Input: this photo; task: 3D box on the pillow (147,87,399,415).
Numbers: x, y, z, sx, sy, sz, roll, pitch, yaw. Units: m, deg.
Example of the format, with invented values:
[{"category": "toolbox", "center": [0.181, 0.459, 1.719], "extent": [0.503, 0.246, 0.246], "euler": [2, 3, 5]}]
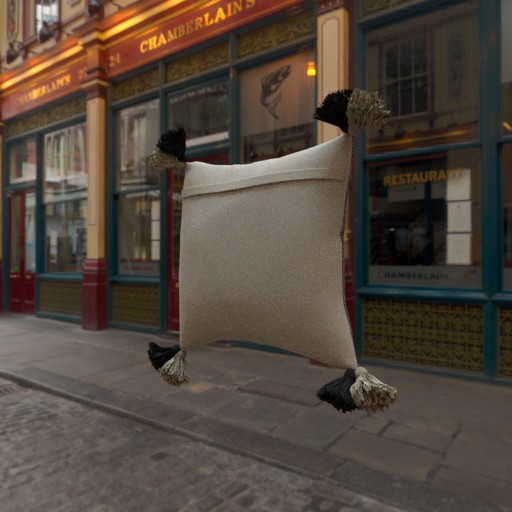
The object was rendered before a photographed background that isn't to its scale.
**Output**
[{"category": "pillow", "center": [0.000, 0.000, 1.012], "extent": [0.654, 0.659, 0.170], "euler": [-1, -2, 36]}]
